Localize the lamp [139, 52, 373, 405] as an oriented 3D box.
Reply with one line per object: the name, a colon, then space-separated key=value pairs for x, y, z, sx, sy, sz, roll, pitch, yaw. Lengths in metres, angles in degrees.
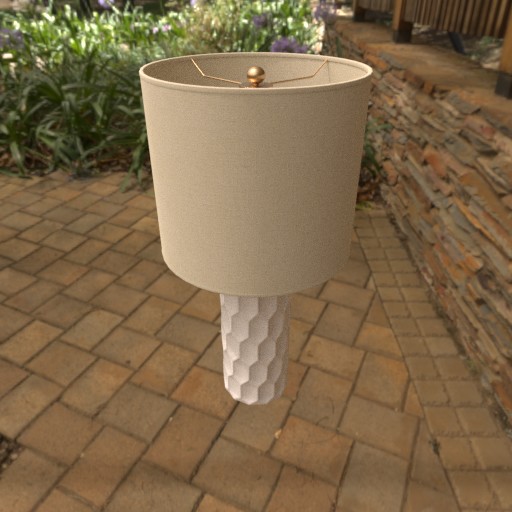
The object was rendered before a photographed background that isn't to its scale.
lamp: x=0.000 y=0.000 z=0.676 sx=0.277 sy=0.537 sz=0.277 roll=-2 pitch=31 yaw=-3
